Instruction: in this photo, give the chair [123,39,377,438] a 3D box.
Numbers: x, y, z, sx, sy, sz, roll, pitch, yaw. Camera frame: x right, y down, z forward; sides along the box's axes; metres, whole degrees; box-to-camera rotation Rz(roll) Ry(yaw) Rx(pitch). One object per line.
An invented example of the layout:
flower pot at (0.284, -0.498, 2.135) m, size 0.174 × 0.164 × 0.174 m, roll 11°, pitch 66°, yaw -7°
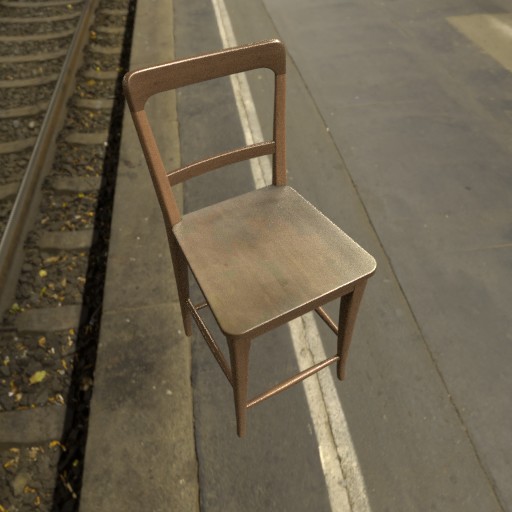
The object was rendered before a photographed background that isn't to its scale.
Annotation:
chair at (0.000, 0.000, 1.298) m, size 0.450 × 0.991 × 0.546 m, roll -22°, pitch 50°, yaw -20°
